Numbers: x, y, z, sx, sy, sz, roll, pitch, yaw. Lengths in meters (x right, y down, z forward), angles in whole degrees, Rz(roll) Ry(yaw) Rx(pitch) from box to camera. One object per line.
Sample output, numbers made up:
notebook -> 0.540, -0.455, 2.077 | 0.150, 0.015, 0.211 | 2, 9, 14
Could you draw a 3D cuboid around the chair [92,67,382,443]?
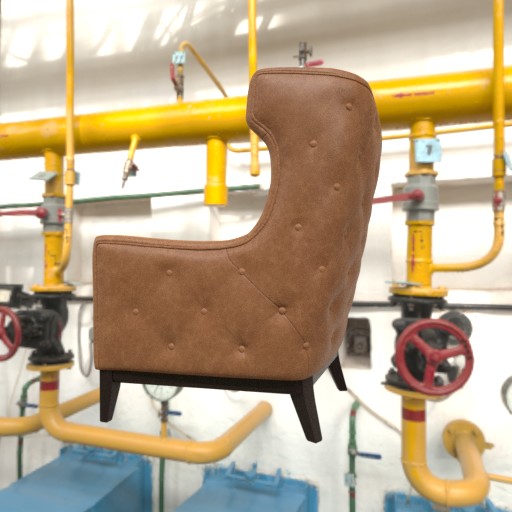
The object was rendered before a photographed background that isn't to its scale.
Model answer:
chair -> 0.000, 0.000, 1.637 | 0.899, 1.079, 0.766 | 0, -2, 19
